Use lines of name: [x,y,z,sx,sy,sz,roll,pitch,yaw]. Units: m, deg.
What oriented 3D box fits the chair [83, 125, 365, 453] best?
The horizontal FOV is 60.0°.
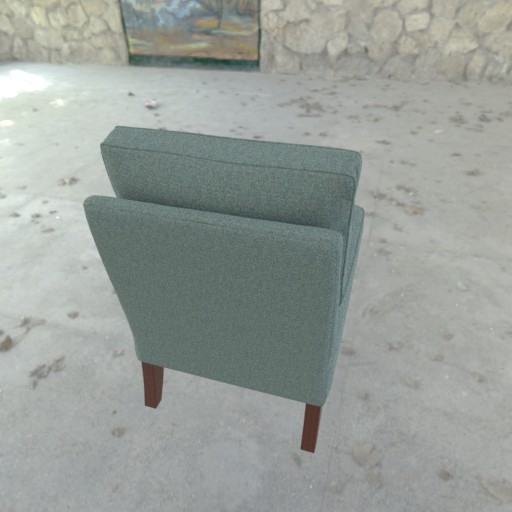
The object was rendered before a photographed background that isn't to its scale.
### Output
chair: [0.000,0.000,1.420,0.624,0.901,0.796,10,34,15]
